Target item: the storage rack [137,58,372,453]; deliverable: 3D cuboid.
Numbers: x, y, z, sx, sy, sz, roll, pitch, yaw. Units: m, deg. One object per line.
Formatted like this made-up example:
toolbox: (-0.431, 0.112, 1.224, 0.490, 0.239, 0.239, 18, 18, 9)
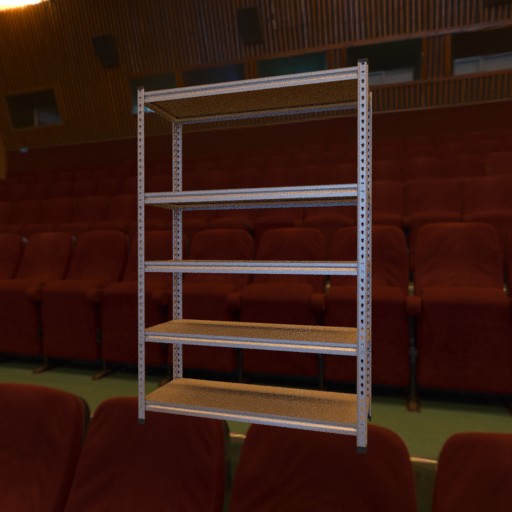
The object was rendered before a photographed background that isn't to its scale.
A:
storage rack: (0.000, 0.000, 2.446, 1.219, 1.829, 0.457, 0, 1, 17)
